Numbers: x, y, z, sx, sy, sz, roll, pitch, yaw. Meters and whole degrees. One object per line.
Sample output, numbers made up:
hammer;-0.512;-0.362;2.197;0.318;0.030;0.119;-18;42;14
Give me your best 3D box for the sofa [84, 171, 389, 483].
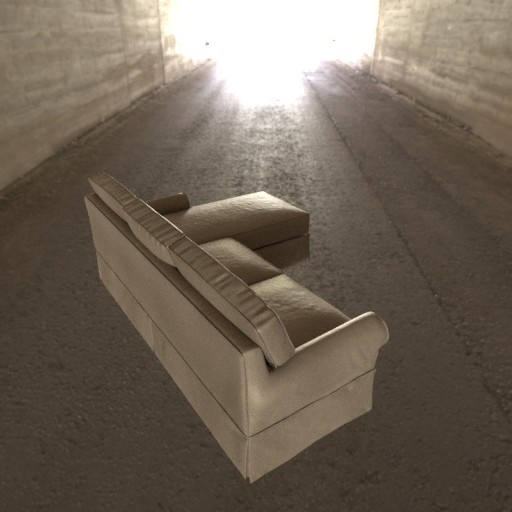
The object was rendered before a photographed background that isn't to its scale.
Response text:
sofa;0.000;0.000;3.245;1.733;0.978;2.475;-17;32;-30
